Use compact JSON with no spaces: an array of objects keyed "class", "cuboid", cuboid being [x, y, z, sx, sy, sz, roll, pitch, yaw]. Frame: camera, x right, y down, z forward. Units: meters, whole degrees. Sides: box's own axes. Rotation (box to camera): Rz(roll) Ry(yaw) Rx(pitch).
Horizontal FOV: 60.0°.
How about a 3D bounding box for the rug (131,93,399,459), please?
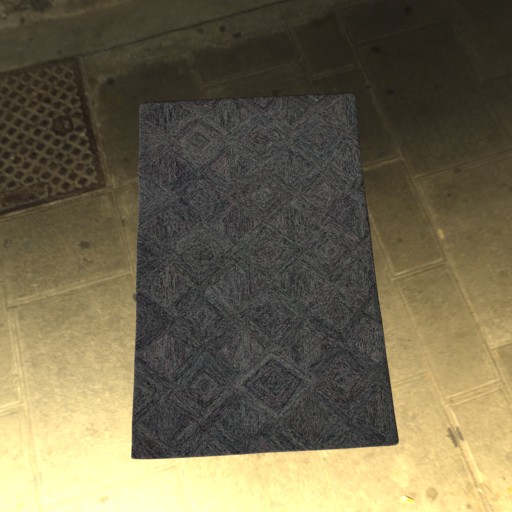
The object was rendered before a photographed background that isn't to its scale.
[{"class":"rug","cuboid":[0.000,0.000,2.128,1.158,0.013,1.752,-3,75,-1]}]
